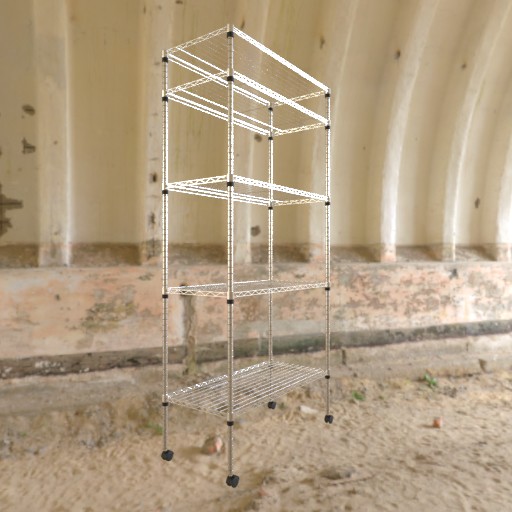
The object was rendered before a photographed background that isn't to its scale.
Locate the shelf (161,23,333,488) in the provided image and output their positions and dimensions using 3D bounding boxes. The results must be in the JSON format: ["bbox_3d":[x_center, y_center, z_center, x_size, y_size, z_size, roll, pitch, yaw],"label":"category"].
[{"bbox_3d":[0.000,0.000,1.911,0.356,1.587,0.762,0,0,36],"label":"shelf"}]
